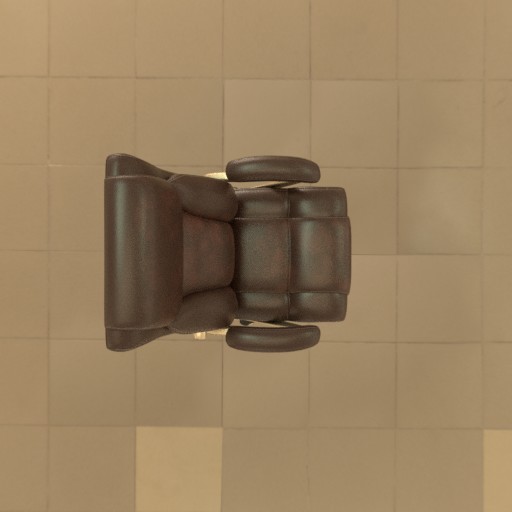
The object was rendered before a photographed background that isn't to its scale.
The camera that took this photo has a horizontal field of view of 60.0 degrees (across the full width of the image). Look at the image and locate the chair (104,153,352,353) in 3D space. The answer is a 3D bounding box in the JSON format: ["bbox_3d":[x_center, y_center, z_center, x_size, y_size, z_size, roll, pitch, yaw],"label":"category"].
[{"bbox_3d":[0.000,0.000,1.644,0.749,1.194,0.692,0,90,0],"label":"chair"}]
